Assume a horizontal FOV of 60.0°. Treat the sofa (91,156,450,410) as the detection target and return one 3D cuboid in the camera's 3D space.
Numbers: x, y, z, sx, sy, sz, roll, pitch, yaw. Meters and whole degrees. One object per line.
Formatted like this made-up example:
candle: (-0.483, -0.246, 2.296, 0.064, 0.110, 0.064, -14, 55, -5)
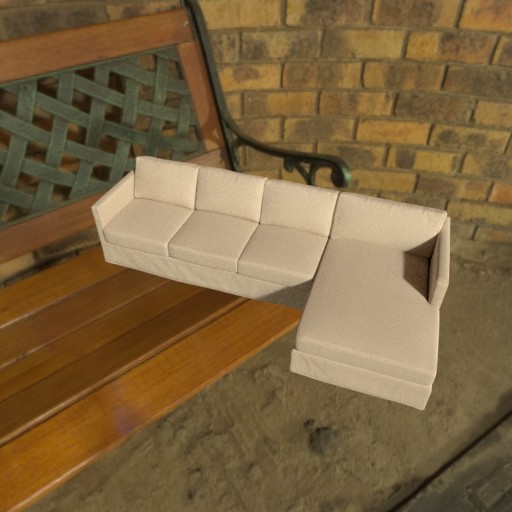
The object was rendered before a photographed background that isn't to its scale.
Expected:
sofa: (0.000, 0.000, 3.955, 3.206, 0.871, 1.622, 13, 42, 15)
